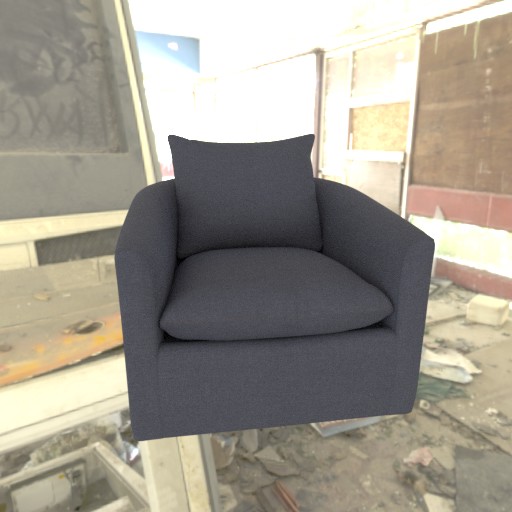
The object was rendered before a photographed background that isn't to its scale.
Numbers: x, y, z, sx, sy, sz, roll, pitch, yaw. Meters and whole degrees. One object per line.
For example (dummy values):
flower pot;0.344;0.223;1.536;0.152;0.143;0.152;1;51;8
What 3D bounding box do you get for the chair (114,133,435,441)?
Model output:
chair;0.000;0.000;1.574;0.845;0.848;0.910;-2;15;-9
